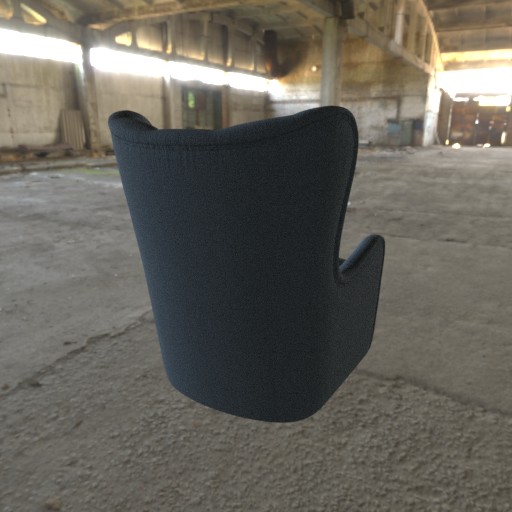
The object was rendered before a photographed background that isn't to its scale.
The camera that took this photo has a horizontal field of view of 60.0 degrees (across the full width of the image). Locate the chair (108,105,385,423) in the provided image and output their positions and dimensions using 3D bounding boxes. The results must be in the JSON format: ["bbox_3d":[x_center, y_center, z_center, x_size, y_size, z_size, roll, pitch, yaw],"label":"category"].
[{"bbox_3d":[0.000,0.000,1.731,0.831,1.079,0.930,9,18,28],"label":"chair"}]
